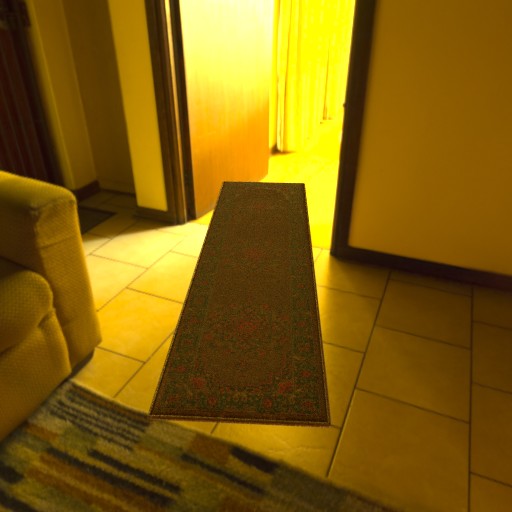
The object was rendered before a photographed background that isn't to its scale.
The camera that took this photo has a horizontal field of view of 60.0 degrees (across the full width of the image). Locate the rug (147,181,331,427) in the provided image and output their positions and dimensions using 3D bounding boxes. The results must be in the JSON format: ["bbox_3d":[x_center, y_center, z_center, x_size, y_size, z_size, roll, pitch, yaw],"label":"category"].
[{"bbox_3d":[0.000,0.000,2.552,0.659,0.019,2.297,2,31,3],"label":"rug"}]
